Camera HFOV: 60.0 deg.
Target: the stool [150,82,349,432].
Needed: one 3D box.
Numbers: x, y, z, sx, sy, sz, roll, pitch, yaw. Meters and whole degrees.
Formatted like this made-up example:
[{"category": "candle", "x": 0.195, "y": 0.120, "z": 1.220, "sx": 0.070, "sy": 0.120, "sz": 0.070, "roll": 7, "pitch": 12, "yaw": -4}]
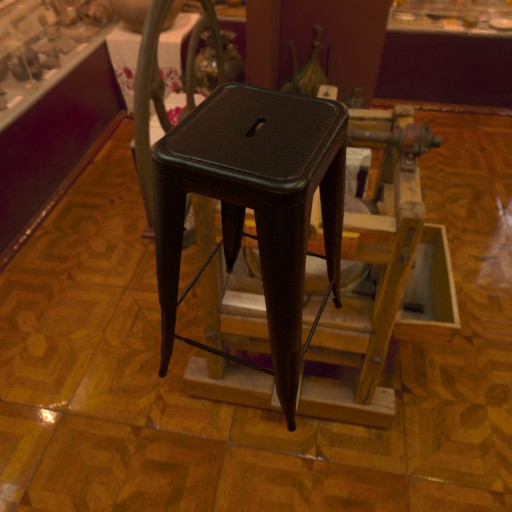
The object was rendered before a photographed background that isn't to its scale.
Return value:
[{"category": "stool", "x": 0.000, "y": 0.000, "z": 0.941, "sx": 0.423, "sy": 0.609, "sz": 0.455, "roll": 9, "pitch": 46, "yaw": 9}]
